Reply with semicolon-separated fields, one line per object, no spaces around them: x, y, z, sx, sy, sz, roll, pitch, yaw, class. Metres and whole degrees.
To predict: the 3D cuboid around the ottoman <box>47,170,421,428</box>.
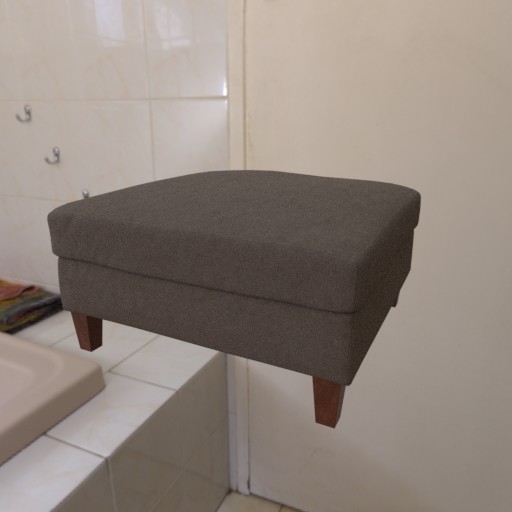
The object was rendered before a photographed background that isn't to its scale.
0.000;0.000;1.431;0.881;0.482;0.861;9;20;26;ottoman
